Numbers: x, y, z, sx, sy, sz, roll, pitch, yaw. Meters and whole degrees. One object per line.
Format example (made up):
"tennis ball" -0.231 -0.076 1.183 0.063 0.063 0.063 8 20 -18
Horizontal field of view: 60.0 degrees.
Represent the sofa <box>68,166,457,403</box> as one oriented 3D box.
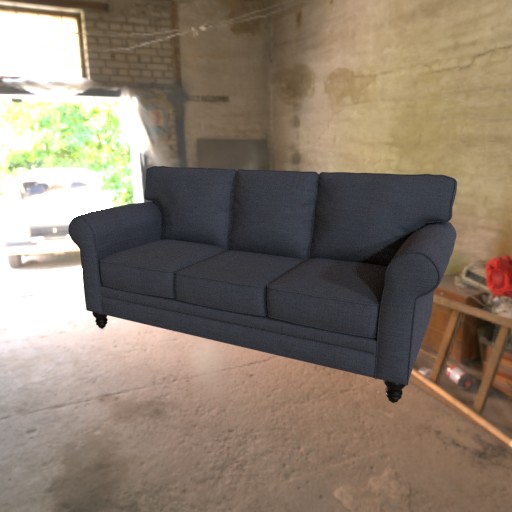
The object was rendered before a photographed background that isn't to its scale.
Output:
"sofa" 0.000 0.000 2.583 2.084 0.966 0.909 7 16 26
